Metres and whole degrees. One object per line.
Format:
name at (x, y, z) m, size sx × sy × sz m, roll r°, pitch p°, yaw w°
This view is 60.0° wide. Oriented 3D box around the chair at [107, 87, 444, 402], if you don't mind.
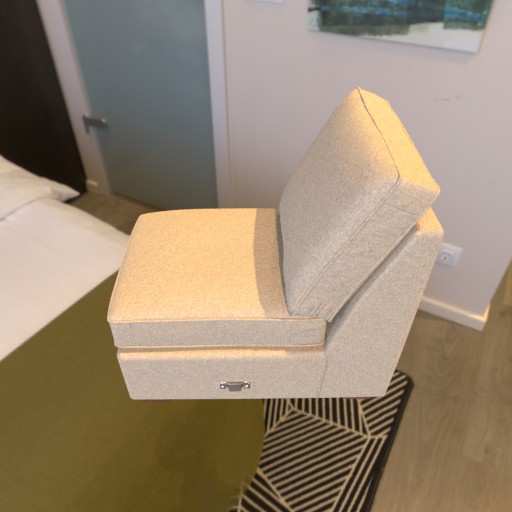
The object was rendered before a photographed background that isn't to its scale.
chair at (0.000, 0.000, 1.674) m, size 1.020 × 1.058 × 0.674 m, roll -1°, pitch 41°, yaw -1°
